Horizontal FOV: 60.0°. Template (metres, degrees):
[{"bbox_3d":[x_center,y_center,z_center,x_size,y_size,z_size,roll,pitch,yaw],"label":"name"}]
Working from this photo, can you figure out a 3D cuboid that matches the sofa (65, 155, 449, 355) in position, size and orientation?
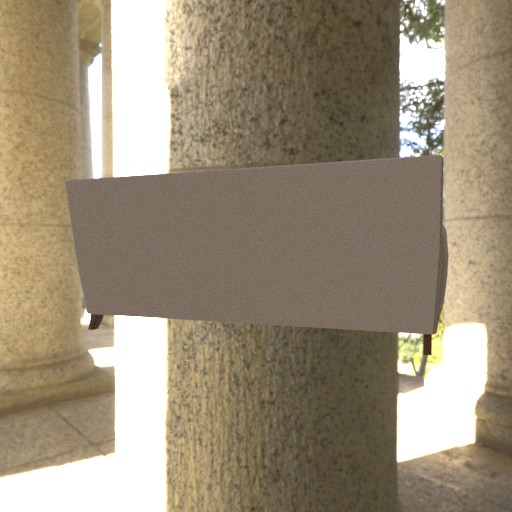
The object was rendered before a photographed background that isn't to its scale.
[{"bbox_3d":[0.000,0.000,2.505,2.000,0.846,0.875,0,1,20],"label":"sofa"}]
